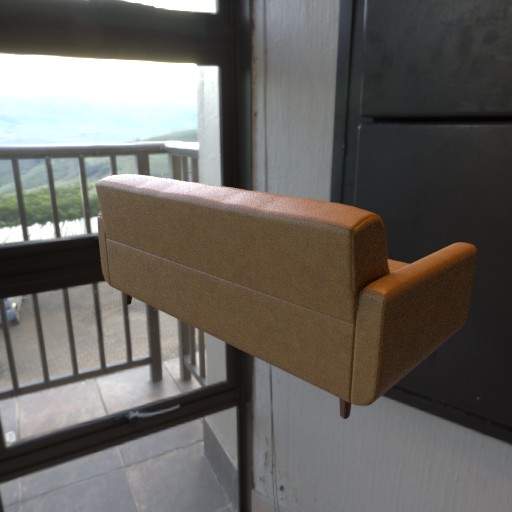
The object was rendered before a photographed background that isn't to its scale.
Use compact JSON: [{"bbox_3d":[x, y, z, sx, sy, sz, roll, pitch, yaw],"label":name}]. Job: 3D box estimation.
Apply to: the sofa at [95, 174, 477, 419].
[{"bbox_3d":[0.000,0.000,2.610,2.137,0.892,0.980,15,23,42],"label":"sofa"}]
